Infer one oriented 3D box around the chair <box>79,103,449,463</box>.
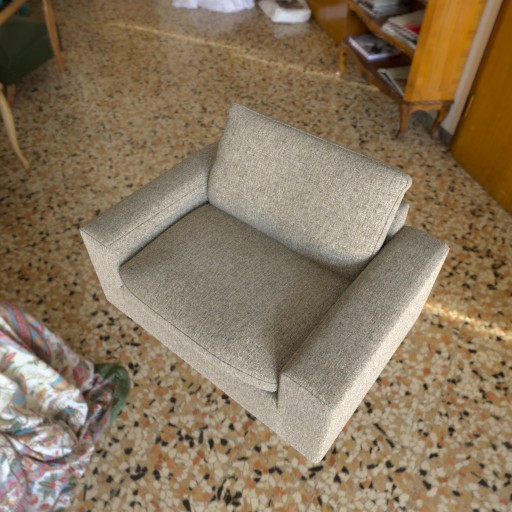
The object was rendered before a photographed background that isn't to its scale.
[{"bbox_3d":[0.000,0.000,2.070,1.398,0.915,1.039,31,54,26],"label":"chair"}]
